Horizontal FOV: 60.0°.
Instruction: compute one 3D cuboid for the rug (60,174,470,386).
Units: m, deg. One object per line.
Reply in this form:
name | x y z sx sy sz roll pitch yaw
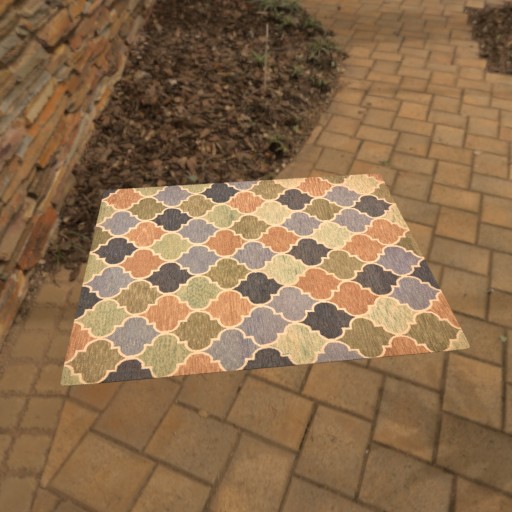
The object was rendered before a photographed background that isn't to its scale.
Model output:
rug | 0.000 0.000 4.278 3.200 0.013 2.439 -4 45 -4
